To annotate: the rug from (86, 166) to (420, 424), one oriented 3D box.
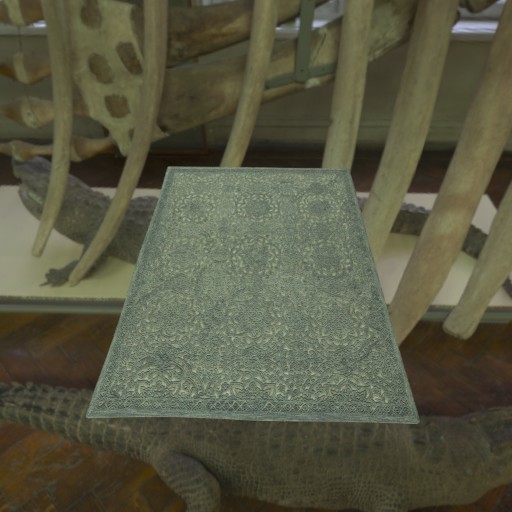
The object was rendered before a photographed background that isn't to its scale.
[{"bbox_3d":[0.000,0.000,2.304,1.224,0.016,1.830,1,41,1],"label":"rug"}]
